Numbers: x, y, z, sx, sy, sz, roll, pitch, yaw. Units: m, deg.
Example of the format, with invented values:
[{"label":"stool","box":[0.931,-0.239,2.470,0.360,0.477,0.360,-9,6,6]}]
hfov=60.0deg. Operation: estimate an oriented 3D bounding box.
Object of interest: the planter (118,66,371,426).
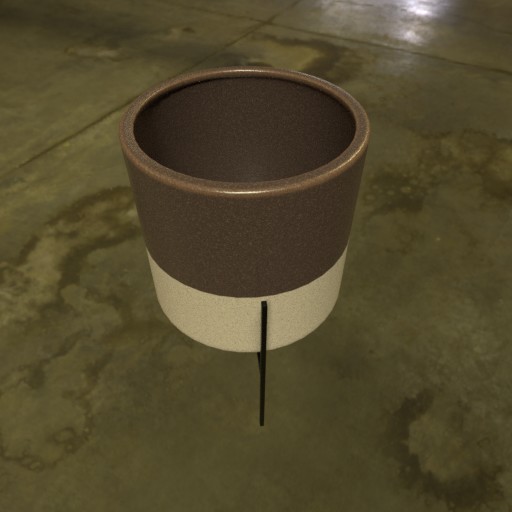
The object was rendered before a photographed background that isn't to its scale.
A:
[{"label":"planter","box":[0.000,0.000,0.532,0.250,0.353,0.260,-10,46,-10]}]
